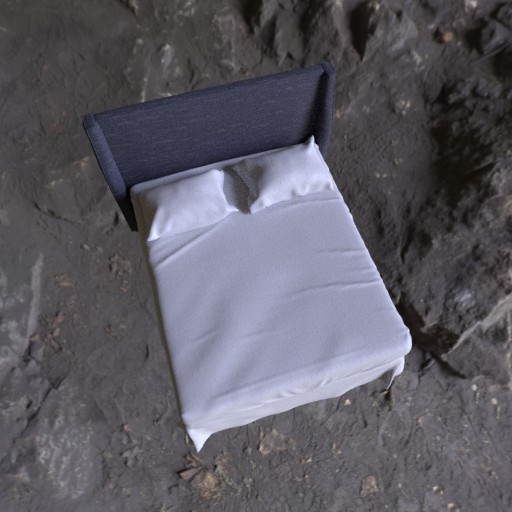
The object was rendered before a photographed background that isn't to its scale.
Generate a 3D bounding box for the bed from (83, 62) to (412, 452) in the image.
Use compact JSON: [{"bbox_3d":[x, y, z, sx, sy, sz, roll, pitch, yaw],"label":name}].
[{"bbox_3d":[0.000,0.000,3.362,1.925,1.332,2.276,-15,64,-8],"label":"bed"}]
